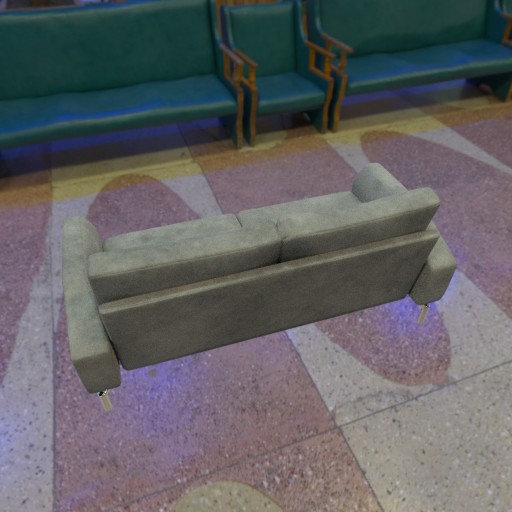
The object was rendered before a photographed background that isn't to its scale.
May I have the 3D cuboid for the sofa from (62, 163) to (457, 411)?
[{"bbox_3d":[0.000,0.000,2.308,1.837,0.859,0.849,-12,43,-13],"label":"sofa"}]
